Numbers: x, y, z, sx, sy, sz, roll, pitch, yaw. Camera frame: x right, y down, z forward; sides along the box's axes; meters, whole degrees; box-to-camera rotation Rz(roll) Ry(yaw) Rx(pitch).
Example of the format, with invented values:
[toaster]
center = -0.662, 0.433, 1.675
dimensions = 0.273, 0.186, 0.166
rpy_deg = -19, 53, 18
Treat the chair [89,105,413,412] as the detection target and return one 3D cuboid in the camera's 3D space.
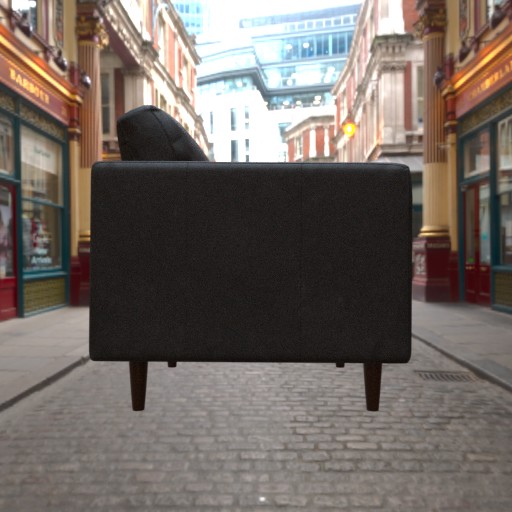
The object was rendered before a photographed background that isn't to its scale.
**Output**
[chair]
center = 0.000, 0.000, 1.549
dimensions = 0.879, 0.898, 0.831
rpy_deg = 0, 0, 0
